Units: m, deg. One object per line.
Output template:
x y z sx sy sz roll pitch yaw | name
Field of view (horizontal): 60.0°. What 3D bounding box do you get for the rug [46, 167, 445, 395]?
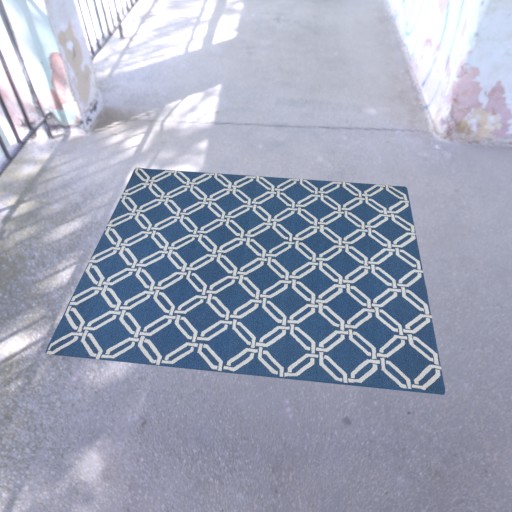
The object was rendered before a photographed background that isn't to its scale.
0.000 0.000 3.891 2.867 0.020 2.277 5 48 4 | rug
